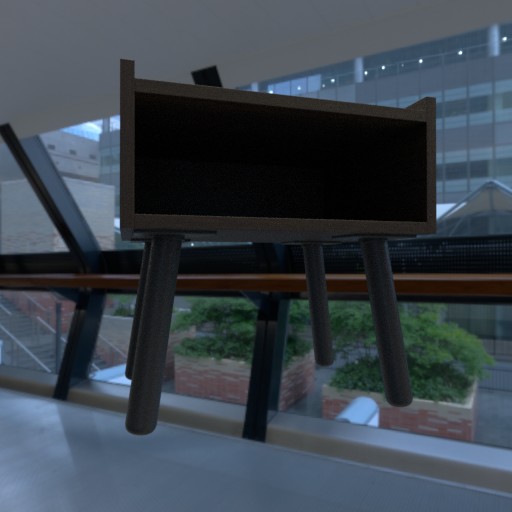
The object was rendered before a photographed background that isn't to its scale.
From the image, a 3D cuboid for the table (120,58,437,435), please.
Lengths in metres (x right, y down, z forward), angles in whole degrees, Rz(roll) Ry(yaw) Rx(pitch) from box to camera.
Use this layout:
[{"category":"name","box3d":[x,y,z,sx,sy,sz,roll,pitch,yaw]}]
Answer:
[{"category":"table","box3d":[0.000,0.000,0.771,0.450,0.470,0.370,0,-1,-17]}]
